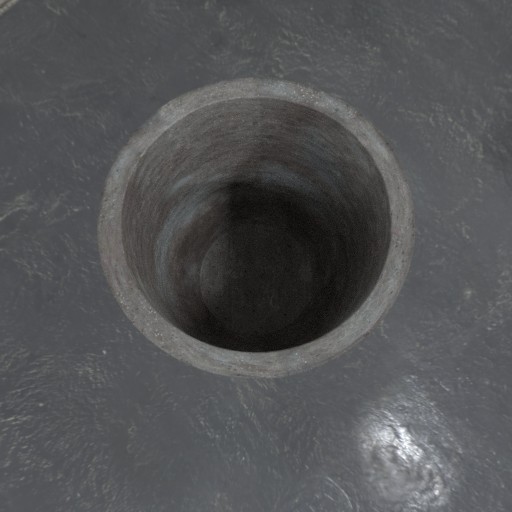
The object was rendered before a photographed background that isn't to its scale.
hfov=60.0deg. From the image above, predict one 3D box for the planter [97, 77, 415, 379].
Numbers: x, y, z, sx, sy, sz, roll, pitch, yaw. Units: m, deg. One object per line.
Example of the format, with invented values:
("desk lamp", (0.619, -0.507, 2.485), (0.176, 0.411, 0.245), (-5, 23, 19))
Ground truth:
("planter", (0.000, 0.000, 0.267), (0.142, 0.149, 0.142), (0, 75, 0))
